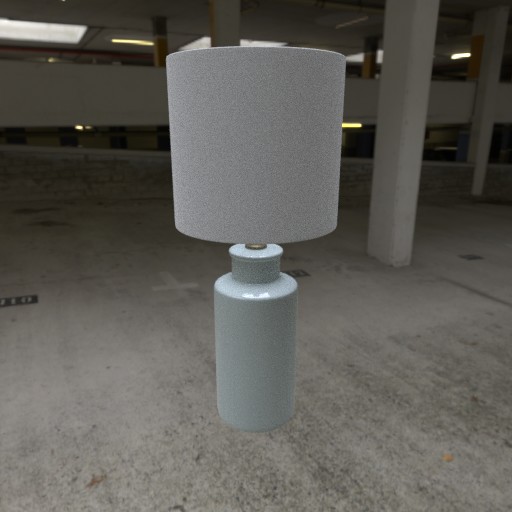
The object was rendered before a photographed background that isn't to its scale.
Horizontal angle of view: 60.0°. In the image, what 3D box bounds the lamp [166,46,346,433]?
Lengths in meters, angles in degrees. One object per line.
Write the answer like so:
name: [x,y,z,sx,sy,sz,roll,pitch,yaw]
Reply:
lamp: [0.000,0.000,0.605,0.212,0.493,0.212,-8,19,-25]
